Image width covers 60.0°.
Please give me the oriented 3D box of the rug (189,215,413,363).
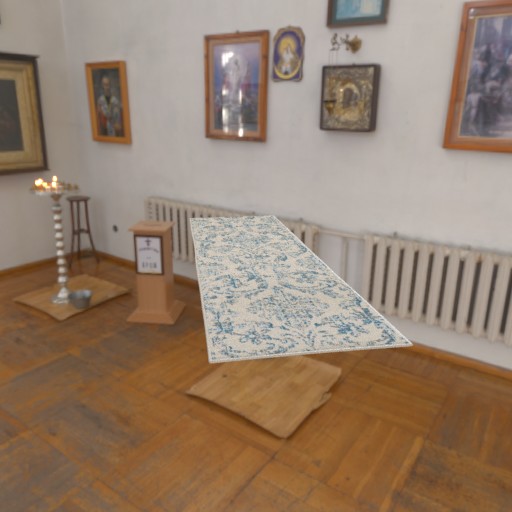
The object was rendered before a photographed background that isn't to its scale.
[{"bbox_3d":[0.000,0.000,2.421,0.662,0.011,2.196,-3,17,-9],"label":"rug"}]
